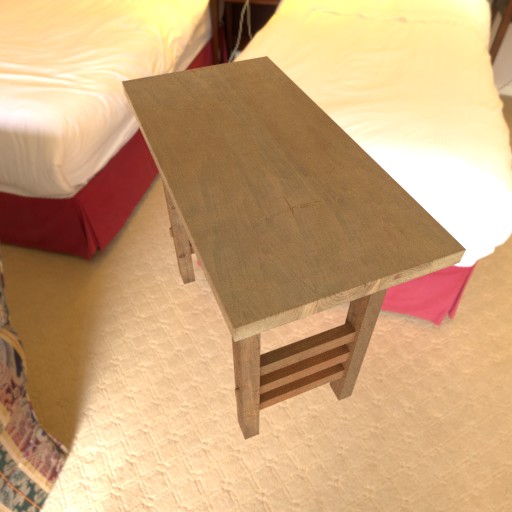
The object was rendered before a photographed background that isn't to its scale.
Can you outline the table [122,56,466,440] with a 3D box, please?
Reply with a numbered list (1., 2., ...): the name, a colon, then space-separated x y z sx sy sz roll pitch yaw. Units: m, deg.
1. table: 0.000 0.000 1.603 0.556 0.914 1.119 -17 49 -15
